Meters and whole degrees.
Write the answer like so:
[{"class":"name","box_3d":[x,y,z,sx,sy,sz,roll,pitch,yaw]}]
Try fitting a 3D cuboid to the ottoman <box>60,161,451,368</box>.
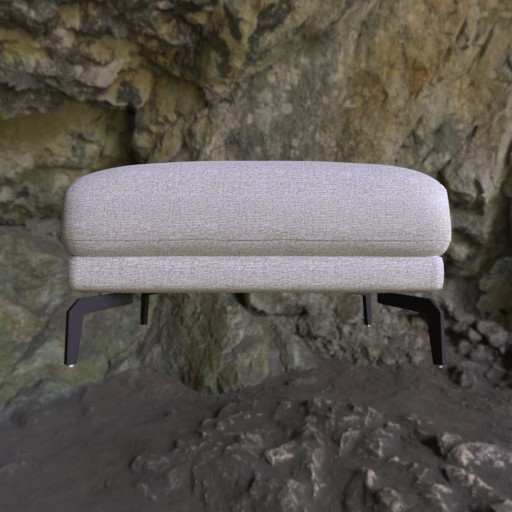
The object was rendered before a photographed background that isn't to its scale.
[{"class":"ottoman","box_3d":[0.000,0.000,1.096,0.772,0.420,0.568,0,-1,0]}]
